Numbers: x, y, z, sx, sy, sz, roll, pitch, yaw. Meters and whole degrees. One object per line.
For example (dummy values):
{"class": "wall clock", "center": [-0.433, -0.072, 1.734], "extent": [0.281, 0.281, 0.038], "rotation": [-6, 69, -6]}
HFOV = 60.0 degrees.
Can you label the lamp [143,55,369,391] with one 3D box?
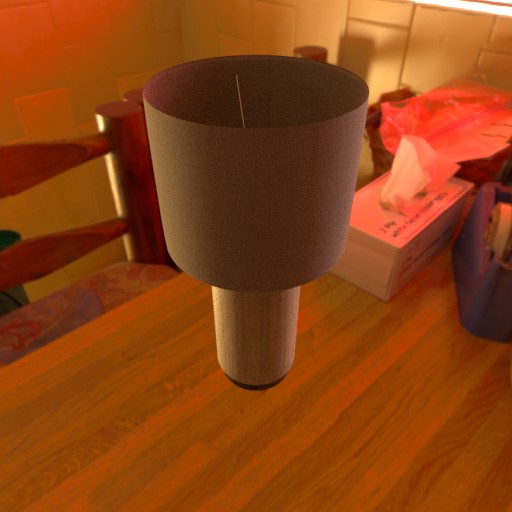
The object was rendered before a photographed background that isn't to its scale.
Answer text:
{"class": "lamp", "center": [0.000, 0.000, 0.588], "extent": [0.228, 0.444, 0.228], "rotation": [11, 40, 13]}
